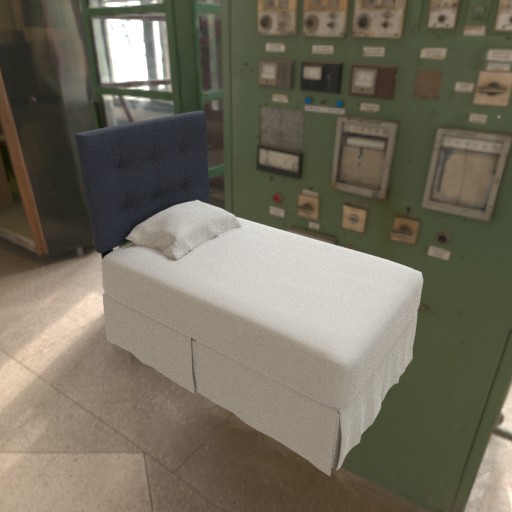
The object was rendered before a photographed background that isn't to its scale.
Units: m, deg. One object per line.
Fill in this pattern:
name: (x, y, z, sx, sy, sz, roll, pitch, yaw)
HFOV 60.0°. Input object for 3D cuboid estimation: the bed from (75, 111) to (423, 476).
bed: (0.000, 0.000, 2.971, 1.997, 1.571, 1.261, 18, 32, 32)
